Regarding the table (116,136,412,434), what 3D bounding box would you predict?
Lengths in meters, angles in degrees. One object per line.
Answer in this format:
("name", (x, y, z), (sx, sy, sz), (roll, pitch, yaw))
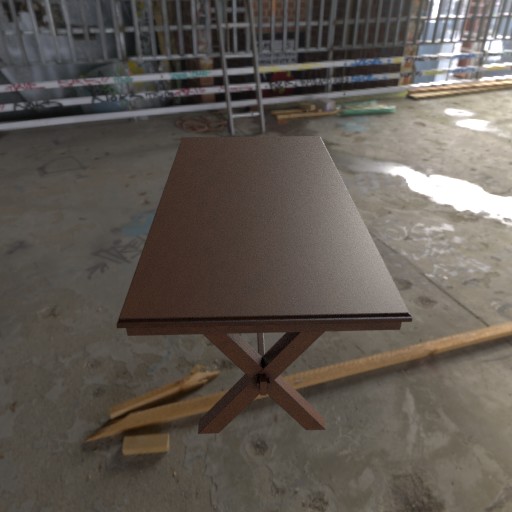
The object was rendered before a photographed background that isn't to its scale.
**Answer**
("table", (0.000, 0.000, 1.512), (0.594, 0.459, 1.197), (-1, 32, -2))
